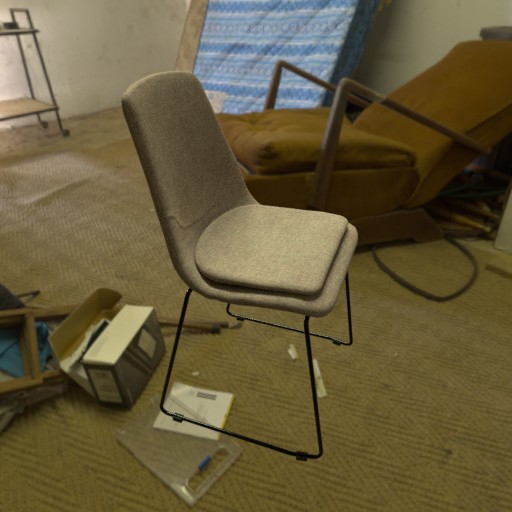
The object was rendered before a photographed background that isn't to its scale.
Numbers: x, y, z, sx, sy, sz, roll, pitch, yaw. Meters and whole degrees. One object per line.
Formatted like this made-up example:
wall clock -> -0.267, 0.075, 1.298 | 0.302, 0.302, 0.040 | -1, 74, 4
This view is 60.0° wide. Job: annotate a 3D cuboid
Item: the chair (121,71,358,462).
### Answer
chair -> 0.000, 0.000, 1.151 | 0.518, 0.858, 0.479 | 11, 33, 17
